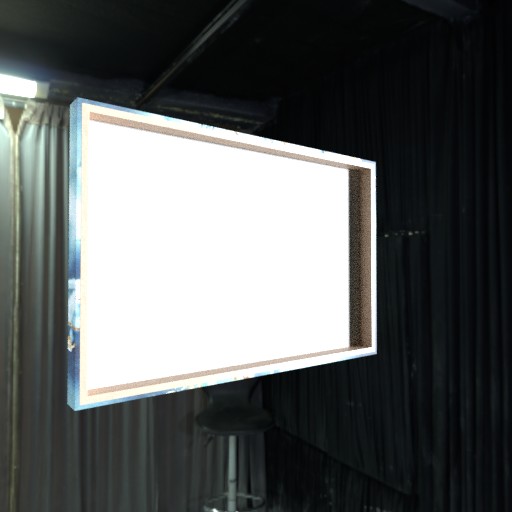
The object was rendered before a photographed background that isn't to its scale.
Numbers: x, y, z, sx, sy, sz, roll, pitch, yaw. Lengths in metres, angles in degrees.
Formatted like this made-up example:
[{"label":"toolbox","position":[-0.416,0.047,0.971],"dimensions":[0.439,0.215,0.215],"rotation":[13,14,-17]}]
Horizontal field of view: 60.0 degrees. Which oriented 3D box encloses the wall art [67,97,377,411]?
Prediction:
[{"label":"wall art","position":[0.000,0.000,0.769],"dimensions":[0.607,0.405,0.036],"rotation":[1,-1,-37]}]
